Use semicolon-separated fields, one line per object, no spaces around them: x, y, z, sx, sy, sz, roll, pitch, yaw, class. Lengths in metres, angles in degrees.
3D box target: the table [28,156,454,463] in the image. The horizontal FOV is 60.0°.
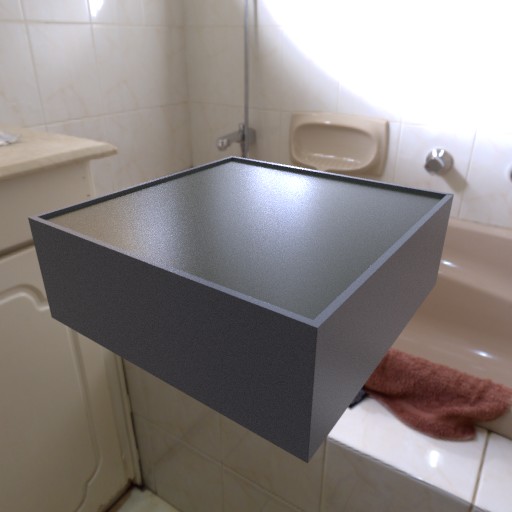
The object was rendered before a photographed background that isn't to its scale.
0.000;0.000;1.234;0.801;0.299;0.801;17;31;32;table
